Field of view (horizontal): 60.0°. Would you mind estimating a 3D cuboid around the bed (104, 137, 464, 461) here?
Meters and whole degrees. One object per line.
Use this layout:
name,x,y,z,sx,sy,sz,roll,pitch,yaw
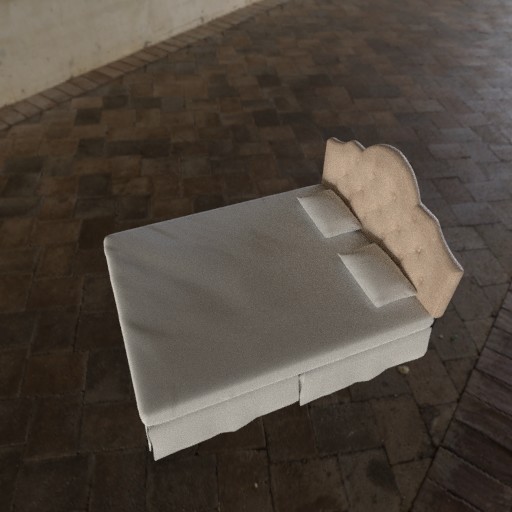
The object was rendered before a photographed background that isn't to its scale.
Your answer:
bed,0.000,0.000,2.987,1.970,1.194,1.667,-15,47,-15
